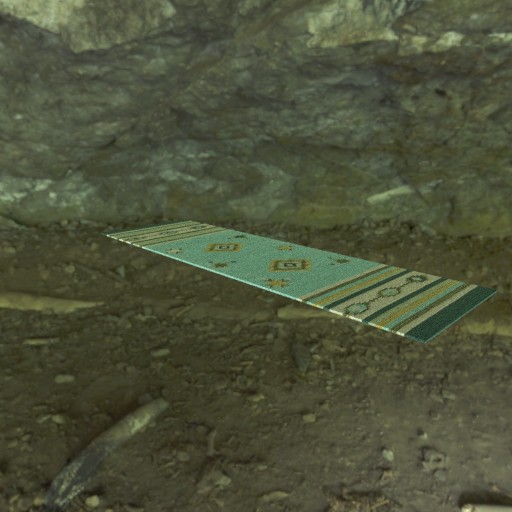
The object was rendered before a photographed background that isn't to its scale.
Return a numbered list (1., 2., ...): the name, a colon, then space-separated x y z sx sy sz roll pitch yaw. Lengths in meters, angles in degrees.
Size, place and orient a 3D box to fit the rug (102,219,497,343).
1. rug: 0.000 0.000 2.646 0.744 0.010 2.441 -15 22 -43
